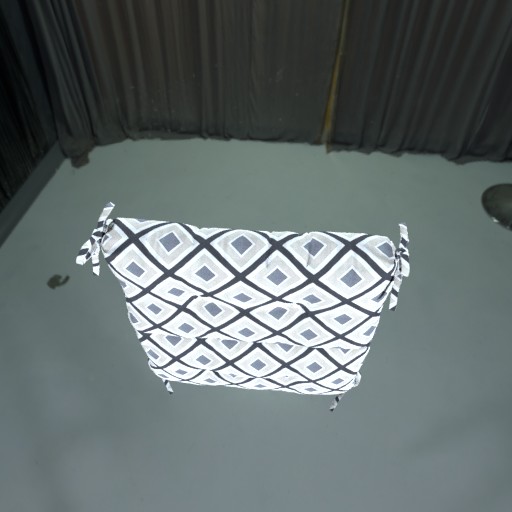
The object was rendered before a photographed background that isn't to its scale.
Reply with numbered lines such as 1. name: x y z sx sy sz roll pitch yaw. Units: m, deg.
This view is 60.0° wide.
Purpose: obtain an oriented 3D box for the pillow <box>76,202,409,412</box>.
1. pillow: 0.000 0.000 1.013 0.519 0.605 0.571 4 47 4
